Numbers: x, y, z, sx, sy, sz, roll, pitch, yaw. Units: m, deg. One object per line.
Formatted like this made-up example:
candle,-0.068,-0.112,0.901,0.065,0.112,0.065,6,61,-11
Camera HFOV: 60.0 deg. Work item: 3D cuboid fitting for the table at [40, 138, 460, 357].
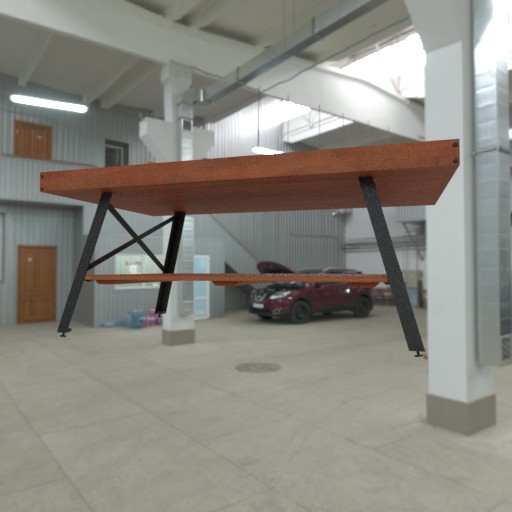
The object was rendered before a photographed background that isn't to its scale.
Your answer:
table,0.000,0.000,1.353,1.067,0.457,0.610,-1,-2,17
